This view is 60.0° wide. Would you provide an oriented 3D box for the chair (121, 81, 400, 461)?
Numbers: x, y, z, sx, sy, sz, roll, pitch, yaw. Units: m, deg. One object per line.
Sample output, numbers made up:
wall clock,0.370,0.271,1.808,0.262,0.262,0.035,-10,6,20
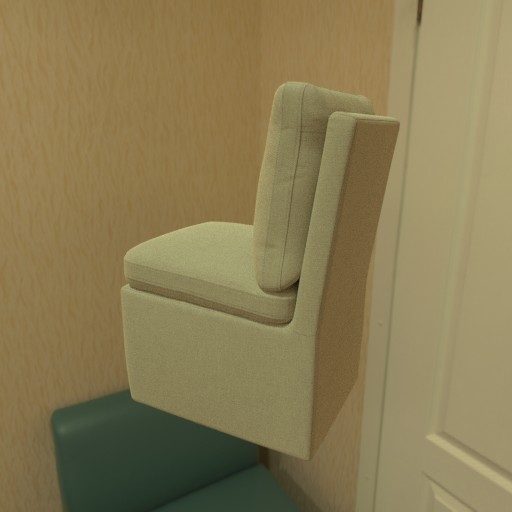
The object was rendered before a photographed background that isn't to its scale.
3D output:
chair,0.000,0.000,1.333,0.698,0.927,0.503,8,18,26
